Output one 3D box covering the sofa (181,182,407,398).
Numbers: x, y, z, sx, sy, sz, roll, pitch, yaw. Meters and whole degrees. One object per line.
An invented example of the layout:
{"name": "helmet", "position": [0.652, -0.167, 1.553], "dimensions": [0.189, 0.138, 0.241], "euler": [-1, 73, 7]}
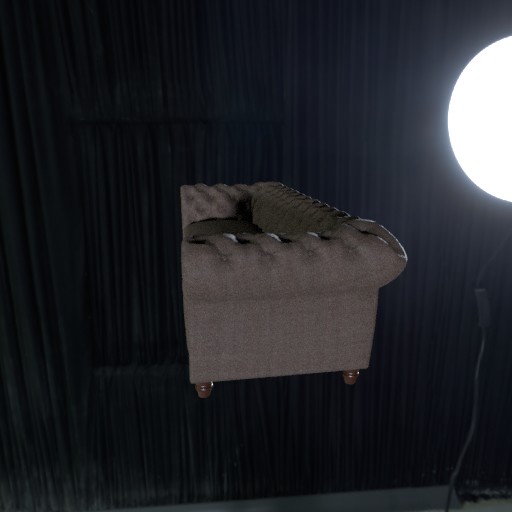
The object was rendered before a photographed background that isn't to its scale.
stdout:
{"name": "sofa", "position": [0.000, 0.000, 2.884], "dimensions": [0.944, 0.787, 2.385], "euler": [-2, 15, -9]}
